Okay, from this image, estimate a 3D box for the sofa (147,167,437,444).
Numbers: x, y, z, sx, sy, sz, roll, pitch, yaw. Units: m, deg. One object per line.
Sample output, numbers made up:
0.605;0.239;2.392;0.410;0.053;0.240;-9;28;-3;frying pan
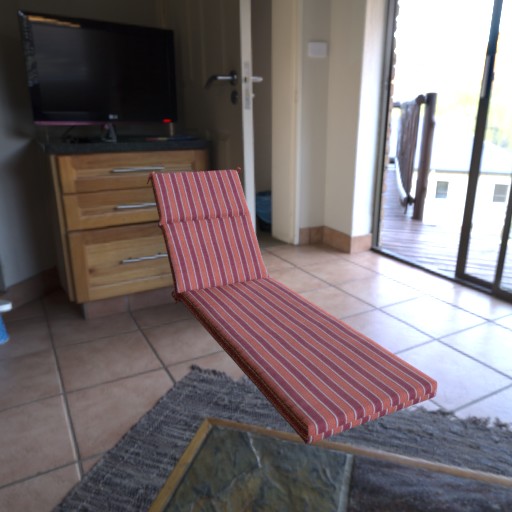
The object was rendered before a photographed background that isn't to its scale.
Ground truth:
0.000;0.000;1.977;0.582;0.622;1.663;-8;19;-26;sofa
